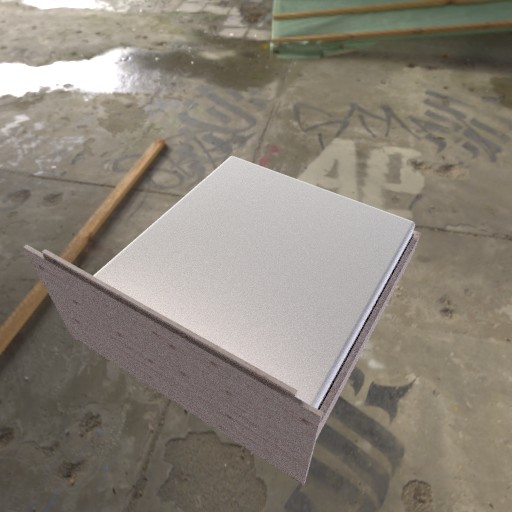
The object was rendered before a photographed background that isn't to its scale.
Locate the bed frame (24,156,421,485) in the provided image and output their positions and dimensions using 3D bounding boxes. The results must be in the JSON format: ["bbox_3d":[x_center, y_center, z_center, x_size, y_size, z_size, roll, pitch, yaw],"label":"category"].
[{"bbox_3d":[0.000,0.000,3.217,1.950,0.970,2.080,24,51,21],"label":"bed frame"}]
